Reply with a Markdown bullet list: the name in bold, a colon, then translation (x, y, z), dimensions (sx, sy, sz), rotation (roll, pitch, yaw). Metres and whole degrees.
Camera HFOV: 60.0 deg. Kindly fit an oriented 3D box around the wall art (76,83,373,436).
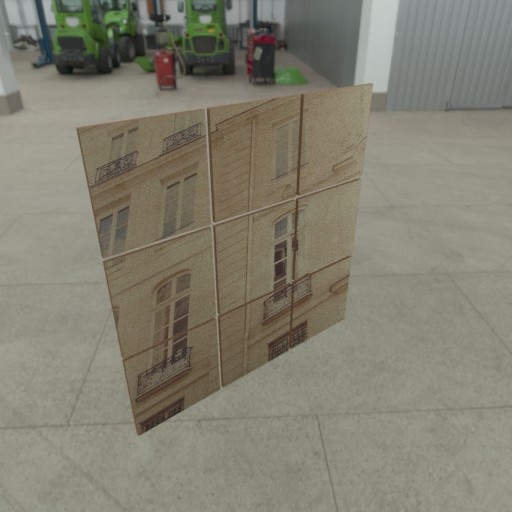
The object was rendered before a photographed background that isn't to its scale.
- **wall art**: translation (0.000, 0.000, 1.358), dimensions (0.915, 0.913, 0.018), rotation (-21, 36, -33)
